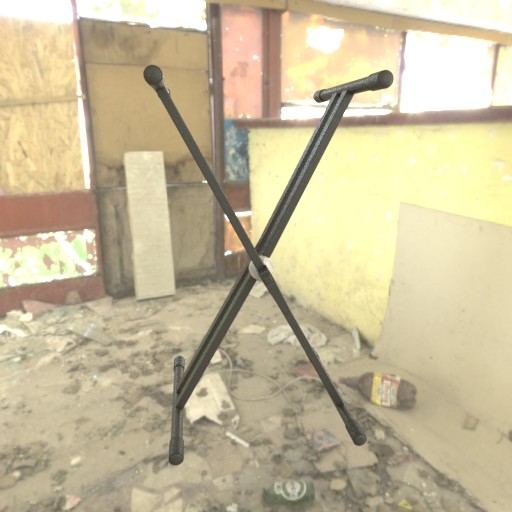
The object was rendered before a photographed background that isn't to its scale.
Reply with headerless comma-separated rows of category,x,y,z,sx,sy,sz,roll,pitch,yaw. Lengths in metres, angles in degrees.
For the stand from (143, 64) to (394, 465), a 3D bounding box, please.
stand,0.000,0.000,1.218,0.503,0.900,0.495,-2,16,-8
